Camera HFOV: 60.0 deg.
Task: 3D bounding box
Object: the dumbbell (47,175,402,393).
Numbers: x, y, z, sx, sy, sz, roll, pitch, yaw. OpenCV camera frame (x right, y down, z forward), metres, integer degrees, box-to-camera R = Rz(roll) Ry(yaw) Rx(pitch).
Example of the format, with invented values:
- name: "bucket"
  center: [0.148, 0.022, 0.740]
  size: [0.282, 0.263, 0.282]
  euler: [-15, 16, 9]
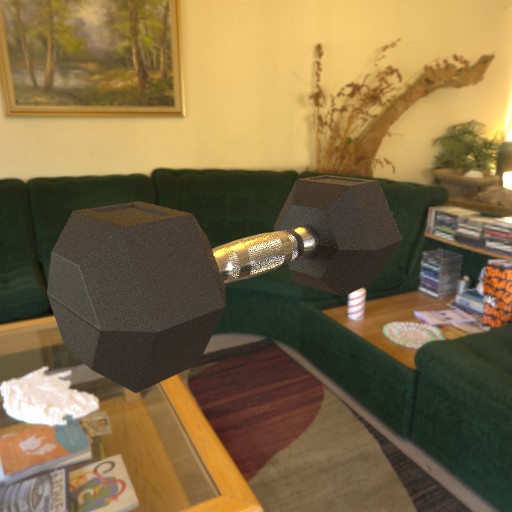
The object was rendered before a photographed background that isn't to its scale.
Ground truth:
- name: "dumbbell"
  center: [0.000, 0.000, 0.352]
  size: [0.297, 0.101, 0.116]
  euler: [-16, 23, -42]
